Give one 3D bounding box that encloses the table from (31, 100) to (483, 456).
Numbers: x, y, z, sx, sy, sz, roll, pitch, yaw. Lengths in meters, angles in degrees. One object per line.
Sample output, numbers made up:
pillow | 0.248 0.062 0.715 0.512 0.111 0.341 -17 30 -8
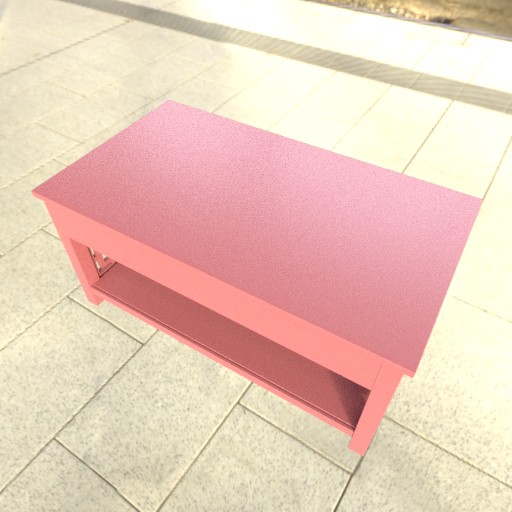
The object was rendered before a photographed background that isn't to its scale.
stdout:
table | 0.000 0.000 1.382 1.068 0.493 0.612 24 51 21
